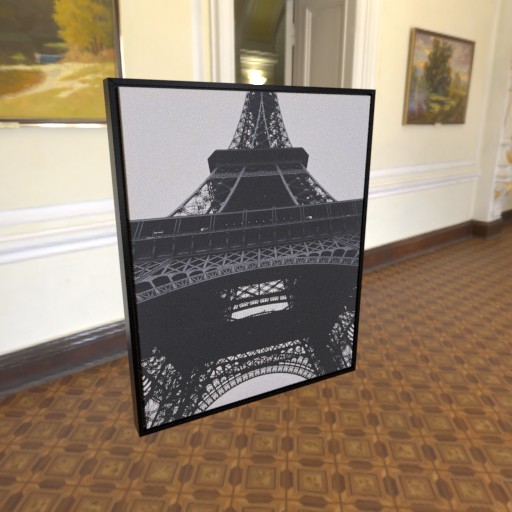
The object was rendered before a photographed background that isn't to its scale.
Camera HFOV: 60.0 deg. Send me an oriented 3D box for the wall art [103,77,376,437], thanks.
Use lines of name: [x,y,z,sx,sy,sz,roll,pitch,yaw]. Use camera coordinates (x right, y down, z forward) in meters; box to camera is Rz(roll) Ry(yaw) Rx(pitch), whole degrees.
wall art: [0.000,0.000,0.766,0.451,0.553,0.039,-8,19,-26]
